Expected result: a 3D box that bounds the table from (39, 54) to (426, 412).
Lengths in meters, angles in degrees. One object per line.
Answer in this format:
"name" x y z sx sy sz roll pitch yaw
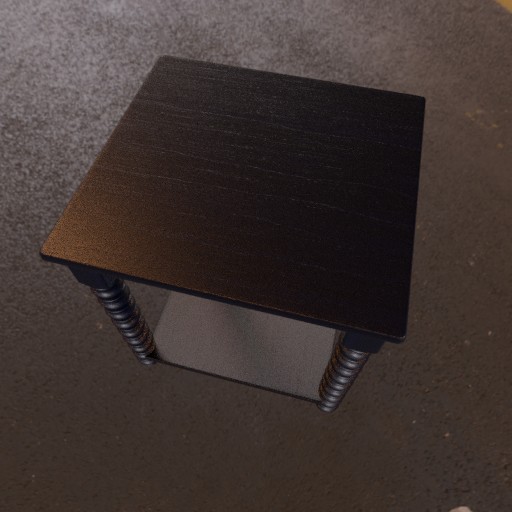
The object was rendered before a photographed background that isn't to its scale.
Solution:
"table" 0.000 0.000 0.975 0.533 0.567 0.500 12 59 8
